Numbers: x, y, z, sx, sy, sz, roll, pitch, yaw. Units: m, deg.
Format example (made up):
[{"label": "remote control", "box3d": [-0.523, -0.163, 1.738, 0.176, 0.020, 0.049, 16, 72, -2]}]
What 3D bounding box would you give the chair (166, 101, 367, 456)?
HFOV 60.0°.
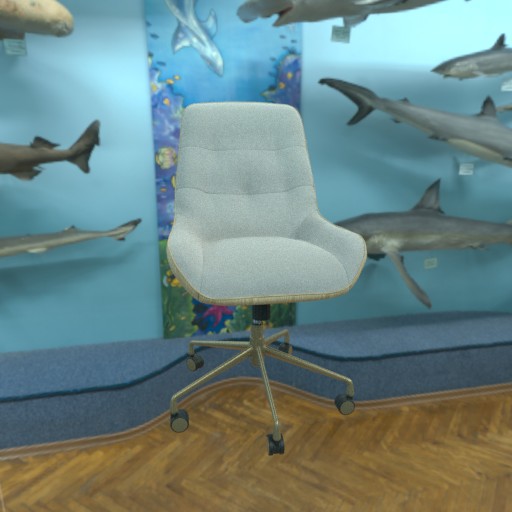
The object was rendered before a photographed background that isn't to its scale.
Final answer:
[{"label": "chair", "box3d": [0.000, 0.000, 1.378, 0.564, 0.952, 0.668, -3, 15, -9]}]
